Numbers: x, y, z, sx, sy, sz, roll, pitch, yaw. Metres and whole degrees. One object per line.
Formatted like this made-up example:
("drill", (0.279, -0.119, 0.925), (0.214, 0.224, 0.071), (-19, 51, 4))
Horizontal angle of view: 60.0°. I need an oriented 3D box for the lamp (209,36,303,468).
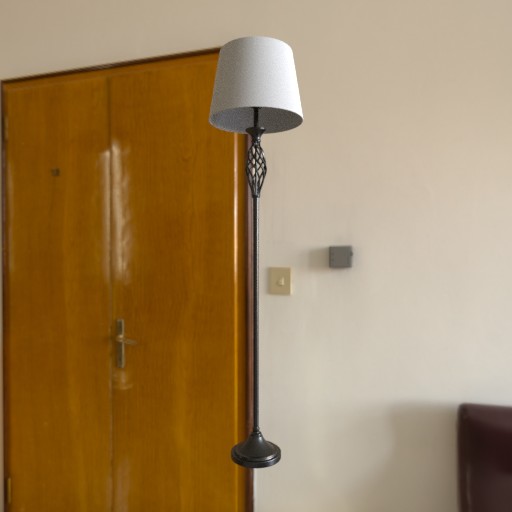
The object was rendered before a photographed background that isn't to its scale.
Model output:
("lamp", (0.000, 0.000, 1.787), (0.379, 1.623, 0.379), (0, 1, 0))
